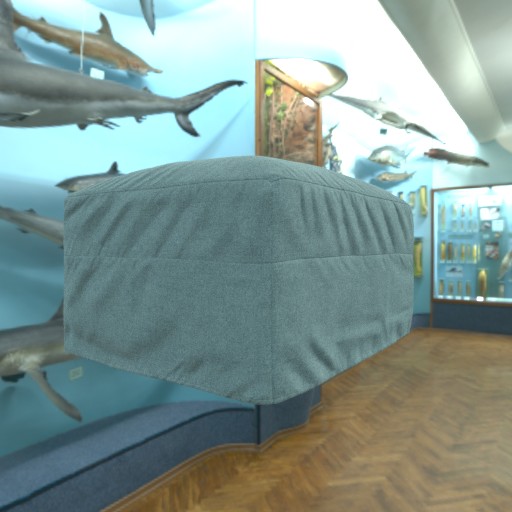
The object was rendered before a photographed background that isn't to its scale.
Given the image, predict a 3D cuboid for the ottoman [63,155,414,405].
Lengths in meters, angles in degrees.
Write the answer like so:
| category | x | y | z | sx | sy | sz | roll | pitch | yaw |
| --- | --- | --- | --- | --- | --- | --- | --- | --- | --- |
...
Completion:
| category | x | y | z | sx | sy | sz | roll | pitch | yaw |
| --- | --- | --- | --- | --- | --- | --- | --- | --- | --- |
| ottoman | 0.000 | 0.000 | 1.243 | 0.683 | 0.481 | 0.837 | 1 | 1 | 36 |
